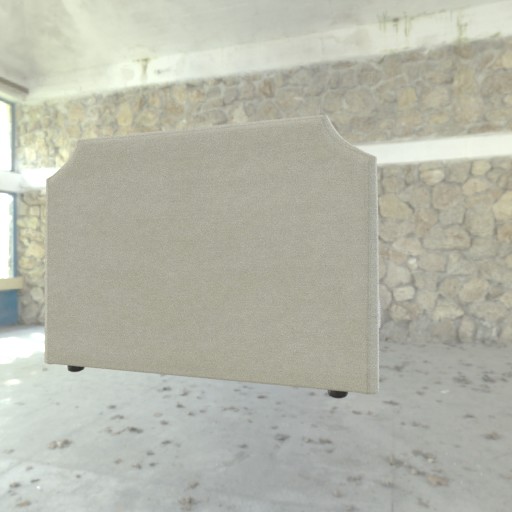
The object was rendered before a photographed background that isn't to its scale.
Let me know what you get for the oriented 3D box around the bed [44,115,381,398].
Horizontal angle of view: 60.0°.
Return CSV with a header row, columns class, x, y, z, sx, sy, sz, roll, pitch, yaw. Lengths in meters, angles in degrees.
class,x,y,z,sx,sy,sz,roll,pitch,yaw
bed,0.000,0.000,3.232,1.828,1.297,2.164,0,0,18
